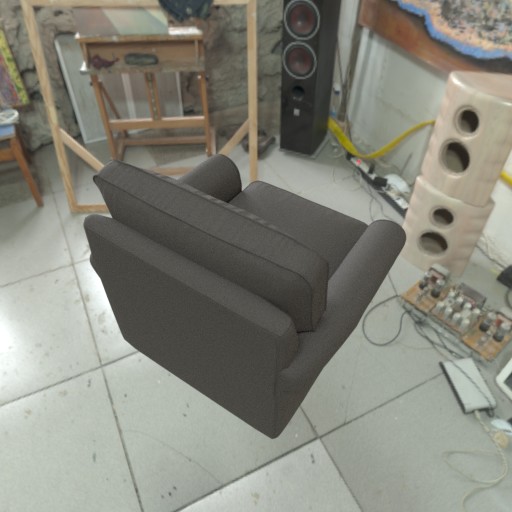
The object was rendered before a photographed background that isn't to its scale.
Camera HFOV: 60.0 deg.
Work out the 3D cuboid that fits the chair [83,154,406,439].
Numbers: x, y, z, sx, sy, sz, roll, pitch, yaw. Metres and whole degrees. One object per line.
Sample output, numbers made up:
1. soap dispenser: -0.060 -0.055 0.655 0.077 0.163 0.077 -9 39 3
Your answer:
1. chair: 0.000 0.000 1.850 1.029 0.967 0.966 26 51 23
